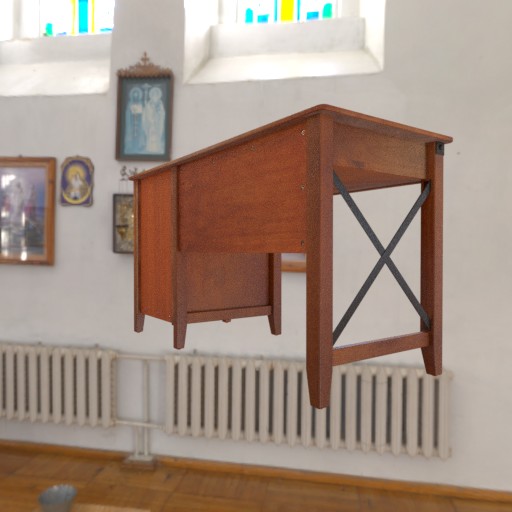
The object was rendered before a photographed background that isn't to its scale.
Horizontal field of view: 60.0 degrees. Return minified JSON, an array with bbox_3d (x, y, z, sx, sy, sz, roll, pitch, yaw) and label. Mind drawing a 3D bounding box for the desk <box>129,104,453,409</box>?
[{"bbox_3d":[0.000,0.000,1.782,0.574,0.756,1.353,-1,1,-35],"label":"desk"}]
